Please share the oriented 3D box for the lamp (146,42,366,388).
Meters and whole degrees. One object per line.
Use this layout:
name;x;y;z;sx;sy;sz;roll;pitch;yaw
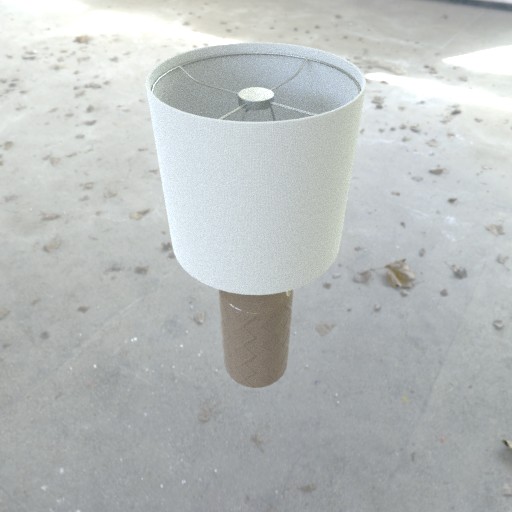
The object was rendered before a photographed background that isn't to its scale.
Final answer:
lamp;0.000;0.000;0.575;0.207;0.461;0.207;25;47;25
